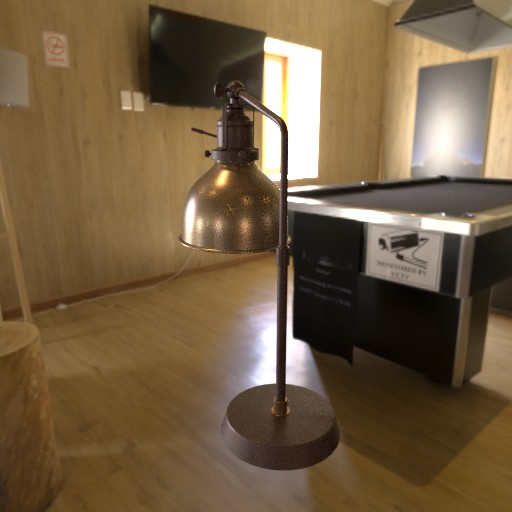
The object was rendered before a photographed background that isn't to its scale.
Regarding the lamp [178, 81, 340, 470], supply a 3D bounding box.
[{"bbox_3d":[0.000,0.000,0.616,0.175,0.469,0.298,-7,16,-26],"label":"lamp"}]
